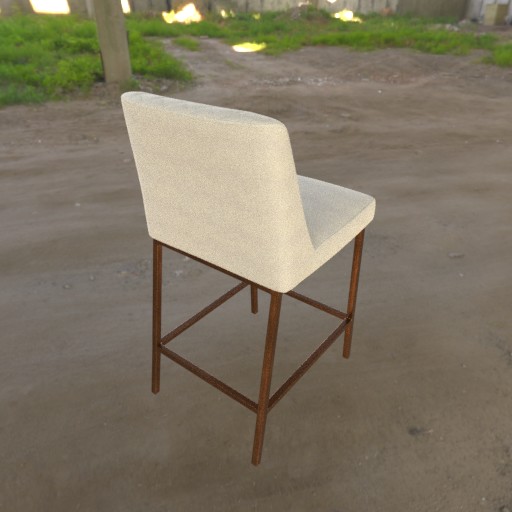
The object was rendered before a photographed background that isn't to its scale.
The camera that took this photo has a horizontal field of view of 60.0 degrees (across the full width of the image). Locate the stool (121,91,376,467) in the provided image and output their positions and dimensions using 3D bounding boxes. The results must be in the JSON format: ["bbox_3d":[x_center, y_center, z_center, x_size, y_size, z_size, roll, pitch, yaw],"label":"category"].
[{"bbox_3d":[0.000,0.000,1.334,0.507,0.973,0.576,22,37,32],"label":"stool"}]
